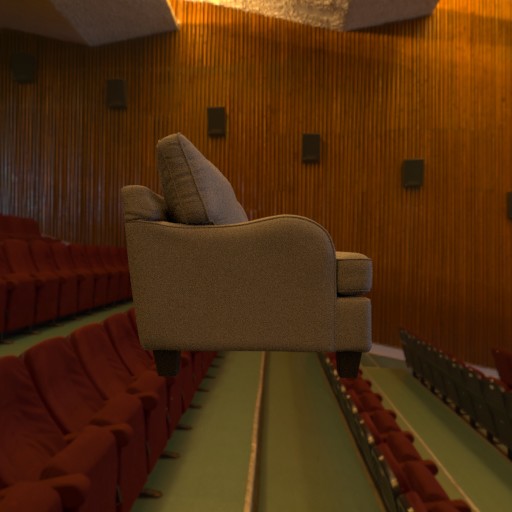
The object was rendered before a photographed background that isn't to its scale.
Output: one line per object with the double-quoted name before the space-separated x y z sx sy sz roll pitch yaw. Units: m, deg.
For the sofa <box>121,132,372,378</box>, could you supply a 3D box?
"sofa" 0.000 0.000 2.887 1.016 0.991 2.323 0 0 2
